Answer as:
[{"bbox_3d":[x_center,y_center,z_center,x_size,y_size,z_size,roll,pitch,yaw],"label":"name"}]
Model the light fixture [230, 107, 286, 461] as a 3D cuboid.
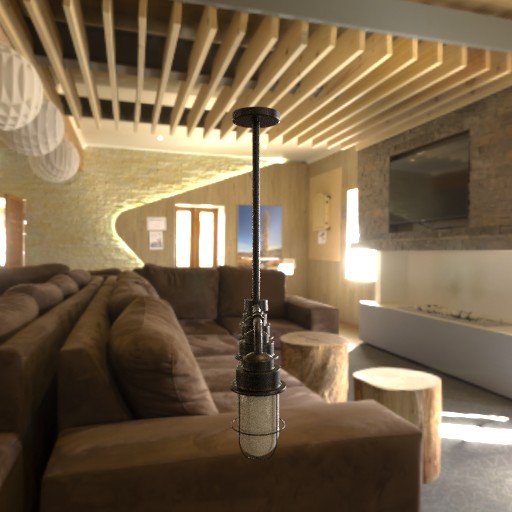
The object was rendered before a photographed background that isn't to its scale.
[{"bbox_3d":[0.000,0.000,1.232,0.131,0.785,0.852,0,1,-1],"label":"light fixture"}]
